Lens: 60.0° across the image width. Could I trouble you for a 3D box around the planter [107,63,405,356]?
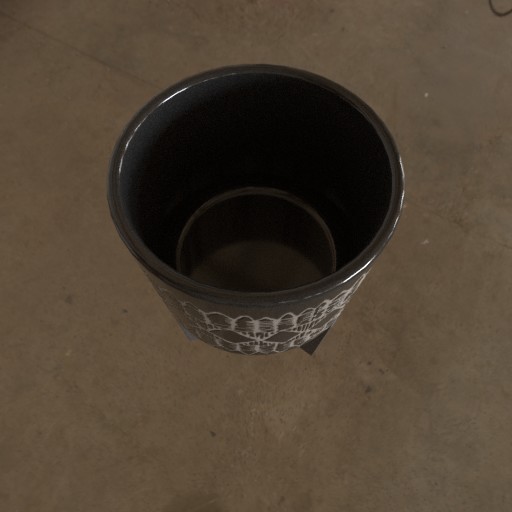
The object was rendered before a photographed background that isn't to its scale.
[{"bbox_3d":[0.000,0.000,0.408,0.196,0.264,0.196,-21,65,-10],"label":"planter"}]
